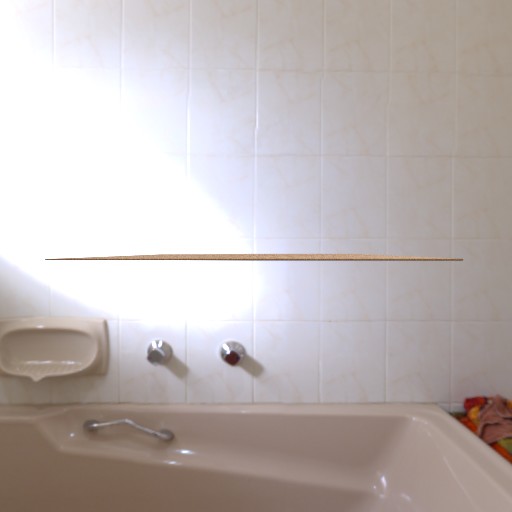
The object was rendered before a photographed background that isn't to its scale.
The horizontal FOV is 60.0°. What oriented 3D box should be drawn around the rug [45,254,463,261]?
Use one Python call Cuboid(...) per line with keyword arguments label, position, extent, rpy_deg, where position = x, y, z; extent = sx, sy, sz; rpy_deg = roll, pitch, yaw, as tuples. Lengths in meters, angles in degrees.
Cuboid(label="rug", position=(0.000, 0.000, 4.066), extent=(2.439, 0.013, 3.048), rpy_deg=(0, 1, 1))
